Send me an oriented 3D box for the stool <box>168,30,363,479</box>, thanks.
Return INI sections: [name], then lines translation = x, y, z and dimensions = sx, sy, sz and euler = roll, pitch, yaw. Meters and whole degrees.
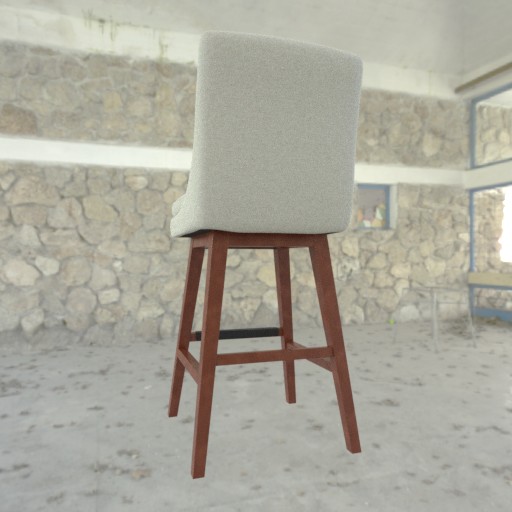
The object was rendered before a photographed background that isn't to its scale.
[stool]
translation = 0.000, 0.000, 1.362
dimensions = 0.470, 1.092, 0.559
euler = 0, 0, -19
